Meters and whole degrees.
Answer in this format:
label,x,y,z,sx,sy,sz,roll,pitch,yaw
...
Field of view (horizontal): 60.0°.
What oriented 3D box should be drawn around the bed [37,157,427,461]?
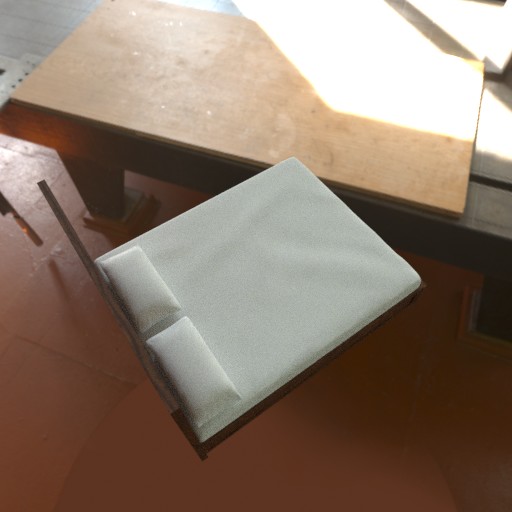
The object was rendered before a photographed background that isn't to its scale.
label,x,y,z,sx,sy,sz,roll,pitch,yaw
bed,0.000,0.000,3.435,2.218,1.487,1.765,-31,62,-18
